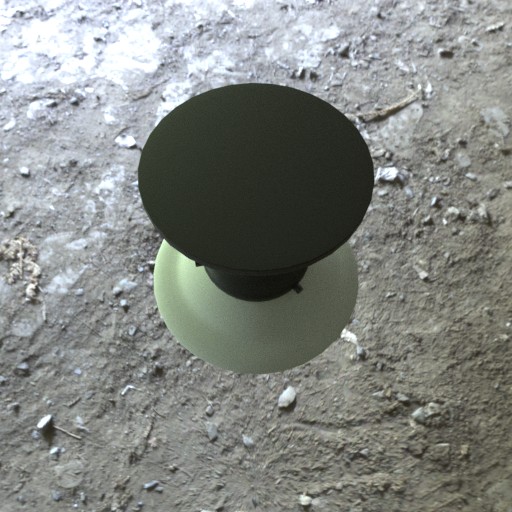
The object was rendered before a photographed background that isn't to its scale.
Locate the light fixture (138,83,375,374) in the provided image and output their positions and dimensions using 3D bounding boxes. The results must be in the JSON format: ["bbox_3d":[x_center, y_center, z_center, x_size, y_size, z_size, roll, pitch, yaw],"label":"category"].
[{"bbox_3d":[0.000,0.000,0.398,0.197,0.254,0.197,0,63,0],"label":"light fixture"}]
